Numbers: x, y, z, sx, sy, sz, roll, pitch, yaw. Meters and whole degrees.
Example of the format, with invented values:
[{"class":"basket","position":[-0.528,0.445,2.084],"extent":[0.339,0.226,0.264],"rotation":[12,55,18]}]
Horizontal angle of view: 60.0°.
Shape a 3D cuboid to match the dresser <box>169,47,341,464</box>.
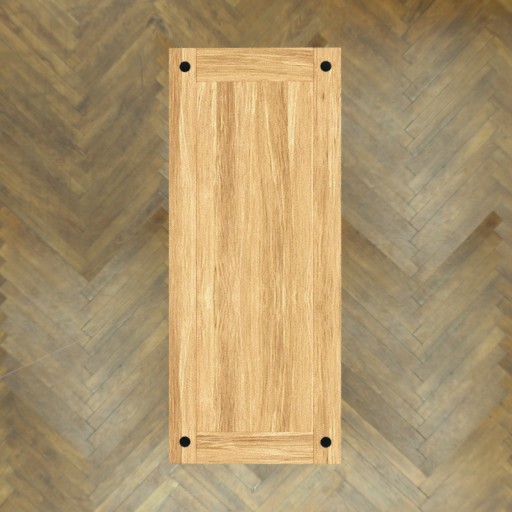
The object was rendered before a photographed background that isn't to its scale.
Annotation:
[{"class":"dresser","position":[0.000,0.000,1.419],"extent":[0.410,0.740,0.990],"rotation":[0,90,0]}]
